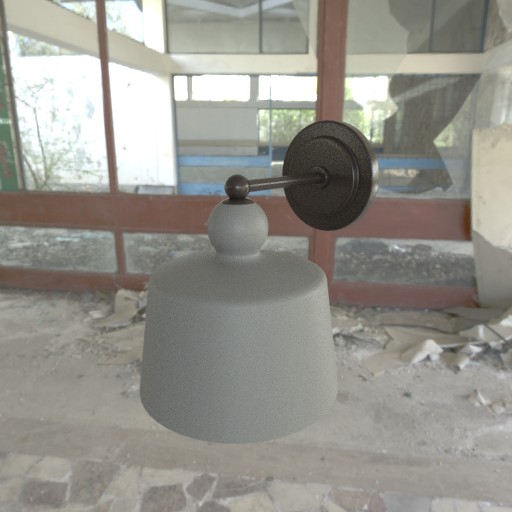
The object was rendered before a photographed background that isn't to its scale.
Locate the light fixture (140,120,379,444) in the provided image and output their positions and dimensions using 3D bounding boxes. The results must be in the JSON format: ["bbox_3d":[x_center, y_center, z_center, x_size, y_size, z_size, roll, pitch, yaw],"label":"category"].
[{"bbox_3d":[0.000,0.000,0.450,0.204,0.268,0.254,14,21,42],"label":"light fixture"}]
